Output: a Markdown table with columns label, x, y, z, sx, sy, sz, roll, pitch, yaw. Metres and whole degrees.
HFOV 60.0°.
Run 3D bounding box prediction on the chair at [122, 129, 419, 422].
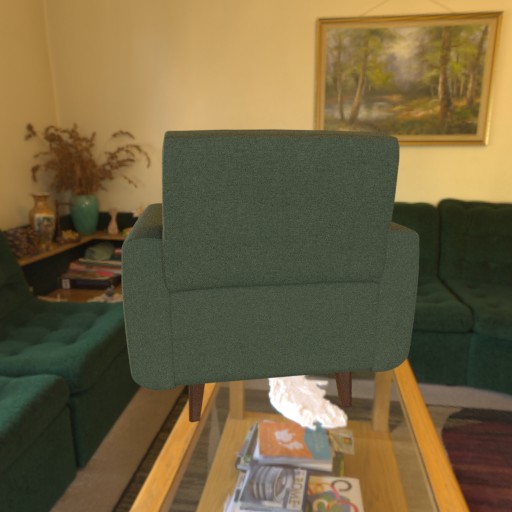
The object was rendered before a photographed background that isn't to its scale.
| label | x | y | z | sx | sy | sz | roll | pitch | yaw |
| --- | --- | --- | --- | --- | --- | --- | --- | --- | --- |
| chair | 0.000 | 0.000 | 1.573 | 0.831 | 0.841 | 0.909 | -2 | 14 | -9 |
